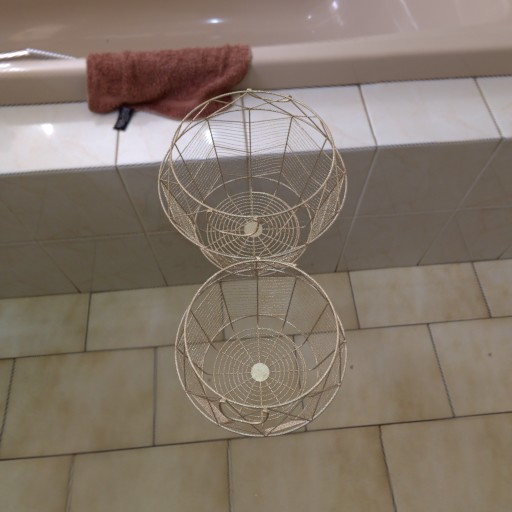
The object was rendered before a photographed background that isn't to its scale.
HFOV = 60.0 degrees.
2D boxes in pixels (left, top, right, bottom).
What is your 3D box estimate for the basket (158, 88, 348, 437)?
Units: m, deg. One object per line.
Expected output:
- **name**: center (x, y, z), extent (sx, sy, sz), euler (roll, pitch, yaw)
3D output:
- **basket**: center (0.000, 0.000, 1.041), extent (0.451, 0.343, 0.805), euler (-2, 62, -1)
